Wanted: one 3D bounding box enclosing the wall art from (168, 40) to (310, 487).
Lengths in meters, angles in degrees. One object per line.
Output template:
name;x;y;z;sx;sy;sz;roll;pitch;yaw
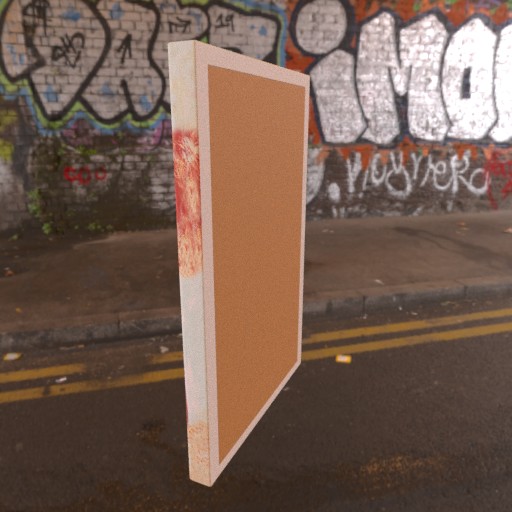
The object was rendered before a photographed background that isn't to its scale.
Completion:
wall art;0.000;0.000;0.757;0.038;0.610;0.401;7;18;24
